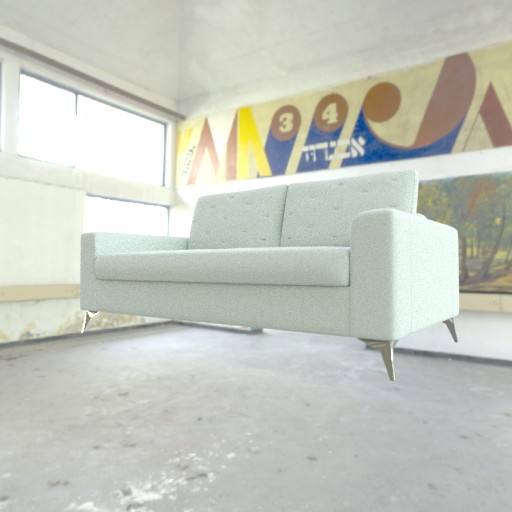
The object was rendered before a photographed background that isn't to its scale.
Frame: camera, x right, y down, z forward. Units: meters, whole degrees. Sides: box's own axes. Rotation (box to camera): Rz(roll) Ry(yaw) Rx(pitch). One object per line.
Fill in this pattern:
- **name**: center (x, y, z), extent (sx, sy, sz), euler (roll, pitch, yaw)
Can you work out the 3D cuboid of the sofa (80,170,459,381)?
- **sofa**: center (0.000, 0.000, 2.148), extent (1.650, 0.790, 0.920), euler (-1, -2, 36)
